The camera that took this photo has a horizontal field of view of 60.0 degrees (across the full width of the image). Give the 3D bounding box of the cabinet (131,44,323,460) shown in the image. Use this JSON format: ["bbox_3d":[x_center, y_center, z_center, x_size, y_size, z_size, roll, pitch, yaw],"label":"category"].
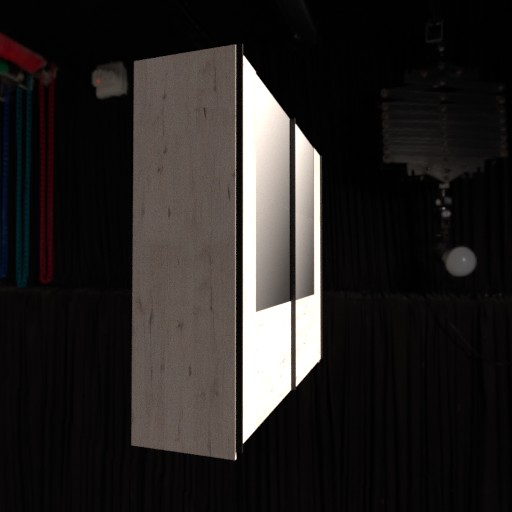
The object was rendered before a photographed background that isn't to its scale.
[{"bbox_3d":[0.000,0.000,3.602,0.660,2.180,2.500,0,-1,18],"label":"cabinet"}]
